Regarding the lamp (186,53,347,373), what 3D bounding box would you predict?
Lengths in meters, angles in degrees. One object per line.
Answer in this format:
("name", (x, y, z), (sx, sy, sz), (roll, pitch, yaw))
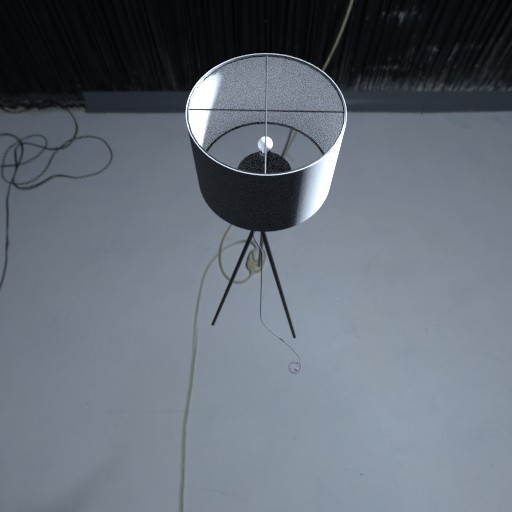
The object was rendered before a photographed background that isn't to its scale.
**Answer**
("lamp", (0.000, 0.000, 1.898), (0.522, 1.624, 0.667), (1, 64, 0))
